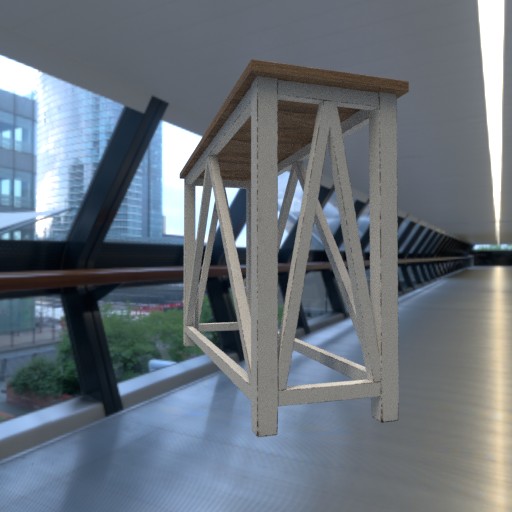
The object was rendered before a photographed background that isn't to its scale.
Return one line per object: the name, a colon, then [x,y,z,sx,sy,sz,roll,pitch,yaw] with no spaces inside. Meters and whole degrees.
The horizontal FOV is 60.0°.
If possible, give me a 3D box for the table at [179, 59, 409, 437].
table: [0.000,0.000,1.807,0.450,0.930,1.400,0,-1,-17]
